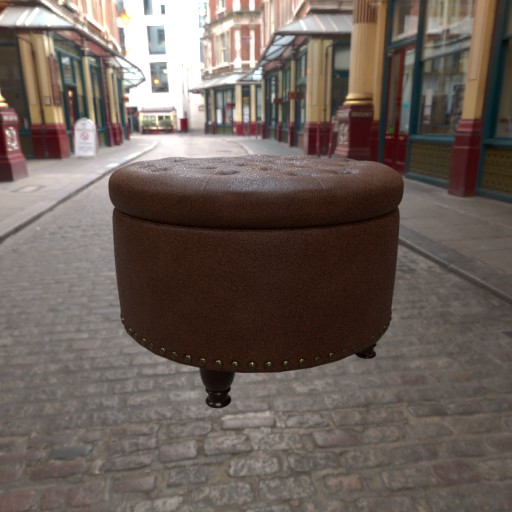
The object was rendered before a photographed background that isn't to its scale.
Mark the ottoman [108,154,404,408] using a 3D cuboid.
[{"bbox_3d":[0.000,0.000,1.051,0.637,0.442,0.637,0,16,0],"label":"ottoman"}]
